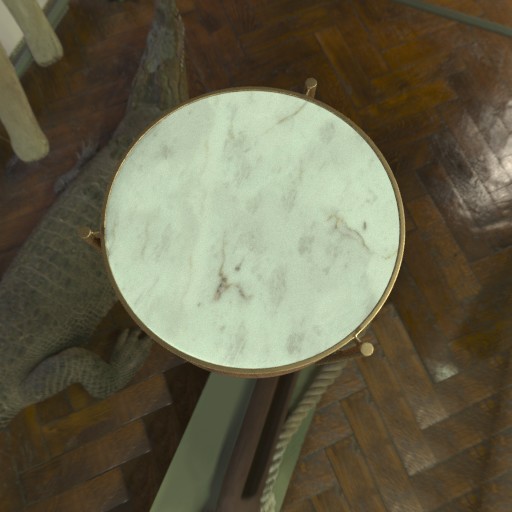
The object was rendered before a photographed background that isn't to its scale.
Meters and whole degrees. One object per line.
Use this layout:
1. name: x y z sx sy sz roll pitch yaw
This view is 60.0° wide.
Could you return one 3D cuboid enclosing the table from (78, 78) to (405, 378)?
1. table: 0.000 0.000 0.852 0.430 0.493 0.456 22 75 6
